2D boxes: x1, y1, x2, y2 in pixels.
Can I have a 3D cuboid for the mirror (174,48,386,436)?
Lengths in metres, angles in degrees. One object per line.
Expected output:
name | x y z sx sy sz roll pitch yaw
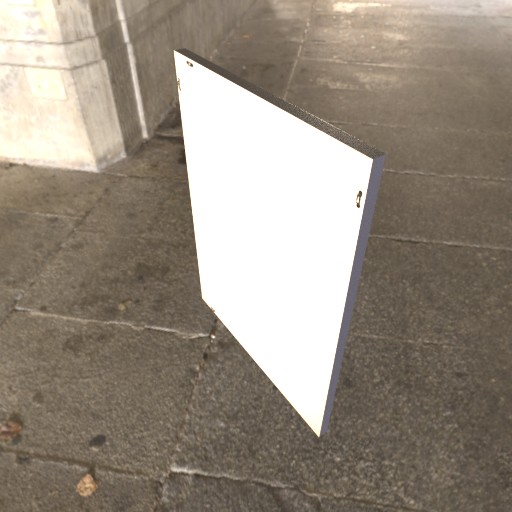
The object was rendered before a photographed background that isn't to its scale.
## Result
mirror | 0.000 0.000 1.360 0.040 1.016 0.762 -25 47 -26
